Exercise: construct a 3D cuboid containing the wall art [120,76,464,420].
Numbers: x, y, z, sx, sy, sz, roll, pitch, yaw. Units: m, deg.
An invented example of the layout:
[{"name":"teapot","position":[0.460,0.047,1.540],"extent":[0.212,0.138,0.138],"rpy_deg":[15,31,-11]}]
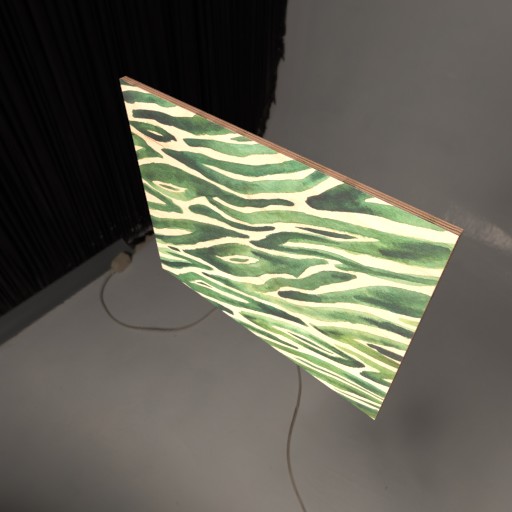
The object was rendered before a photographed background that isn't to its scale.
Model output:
[{"name":"wall art","position":[0.000,0.000,0.679],"extent":[0.508,0.408,0.012],"rpy_deg":[32,54,26]}]
